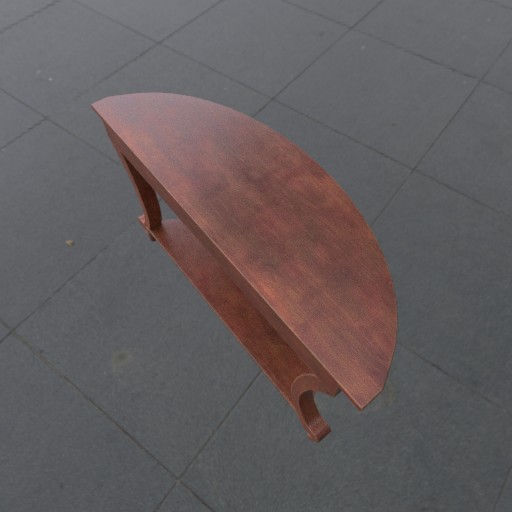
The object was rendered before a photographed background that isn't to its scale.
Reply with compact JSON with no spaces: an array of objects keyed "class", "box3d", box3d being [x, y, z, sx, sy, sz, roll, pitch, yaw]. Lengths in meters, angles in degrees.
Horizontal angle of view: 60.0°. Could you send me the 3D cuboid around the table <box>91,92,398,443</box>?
[{"class":"table","box3d":[0.000,0.000,1.511,0.394,0.699,1.198,-34,63,-19]}]
